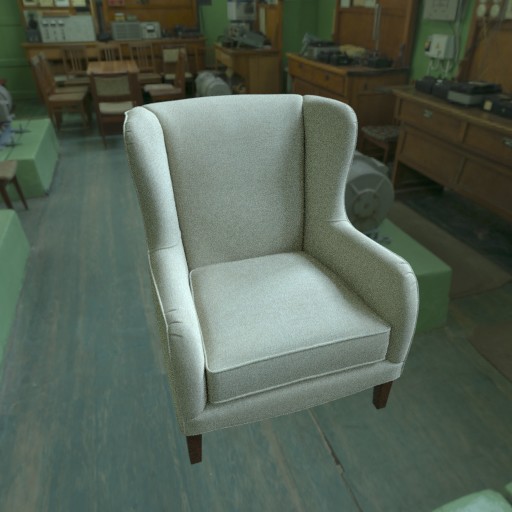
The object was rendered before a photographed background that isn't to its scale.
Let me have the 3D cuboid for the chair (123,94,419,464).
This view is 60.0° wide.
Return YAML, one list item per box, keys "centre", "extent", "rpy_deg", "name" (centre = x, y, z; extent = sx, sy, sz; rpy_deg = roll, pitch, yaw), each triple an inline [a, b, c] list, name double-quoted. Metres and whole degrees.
- centre: [0.000, 0.000, 1.699]
  extent: [0.838, 1.040, 0.966]
  rpy_deg: [-10, 32, -16]
  name: "chair"
